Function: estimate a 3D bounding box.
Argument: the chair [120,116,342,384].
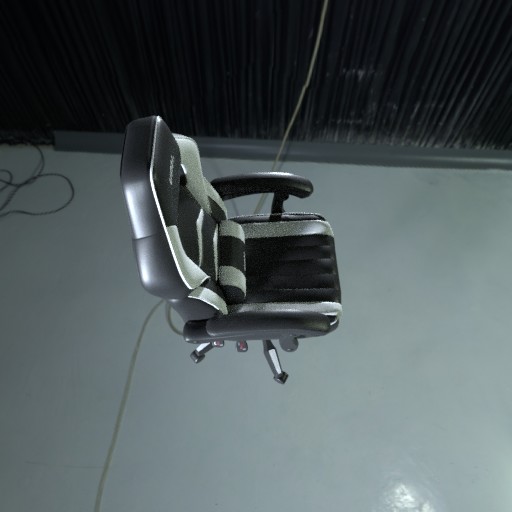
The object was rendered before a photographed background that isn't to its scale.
[{"bbox_3d":[0.000,0.000,1.647,0.700,1.200,0.676,-2,60,-1],"label":"chair"}]
